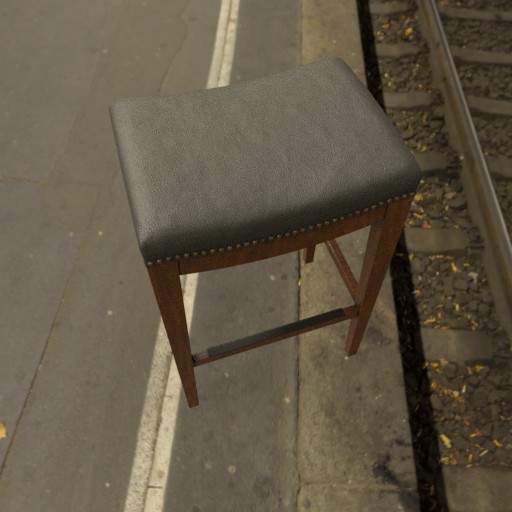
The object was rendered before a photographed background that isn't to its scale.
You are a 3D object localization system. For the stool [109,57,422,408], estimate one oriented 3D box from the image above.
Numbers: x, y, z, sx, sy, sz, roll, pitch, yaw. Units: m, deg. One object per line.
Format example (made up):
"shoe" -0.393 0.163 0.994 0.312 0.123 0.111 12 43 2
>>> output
"stool" 0.000 0.000 1.029 0.500 0.765 0.361 -15 58 -10
